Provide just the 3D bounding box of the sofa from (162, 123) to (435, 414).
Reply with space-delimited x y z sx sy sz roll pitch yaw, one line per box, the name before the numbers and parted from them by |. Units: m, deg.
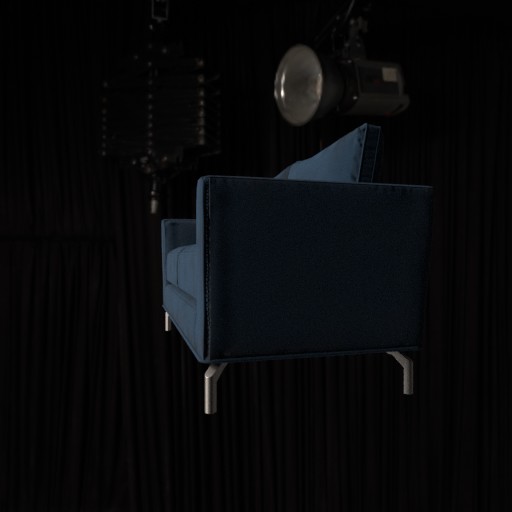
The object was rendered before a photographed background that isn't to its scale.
sofa | 0.000 0.000 2.311 0.853 1.002 1.770 0 0 -16
